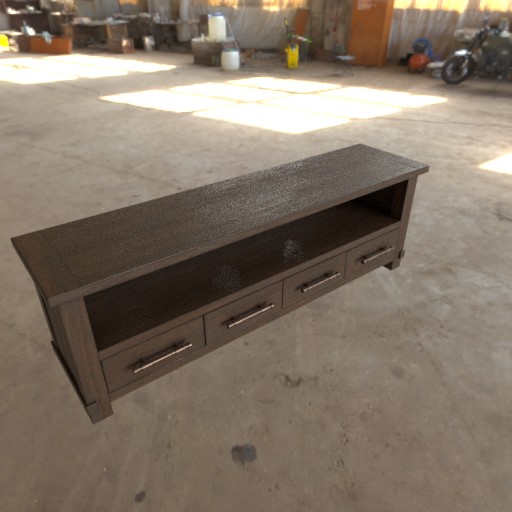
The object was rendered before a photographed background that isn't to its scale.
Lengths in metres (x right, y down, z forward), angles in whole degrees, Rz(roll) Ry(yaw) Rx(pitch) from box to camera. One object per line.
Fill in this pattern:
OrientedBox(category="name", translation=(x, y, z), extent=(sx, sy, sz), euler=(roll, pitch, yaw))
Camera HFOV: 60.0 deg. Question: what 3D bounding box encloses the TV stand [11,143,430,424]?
OrientedBox(category="TV stand", translation=(0.000, 0.000, 2.074), extent=(1.866, 0.615, 0.471), euler=(-22, 37, -31))
